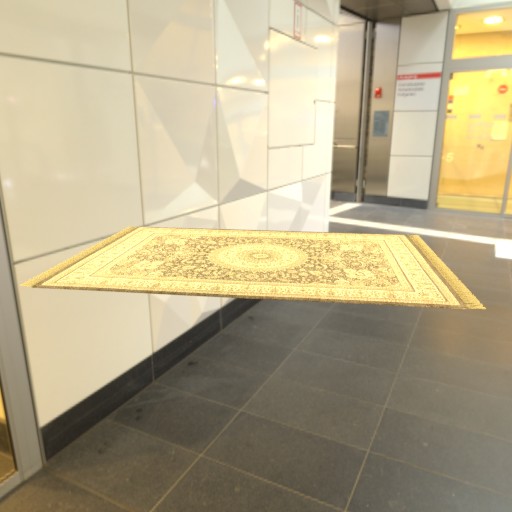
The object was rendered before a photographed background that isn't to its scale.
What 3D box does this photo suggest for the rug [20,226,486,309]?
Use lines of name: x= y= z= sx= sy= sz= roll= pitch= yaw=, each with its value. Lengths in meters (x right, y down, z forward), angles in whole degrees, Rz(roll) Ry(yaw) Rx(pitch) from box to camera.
rug: x=0.000 y=0.000 z=4.220 sx=3.422 sy=0.015 sz=2.143 roll=2 pitch=16 yaw=7
